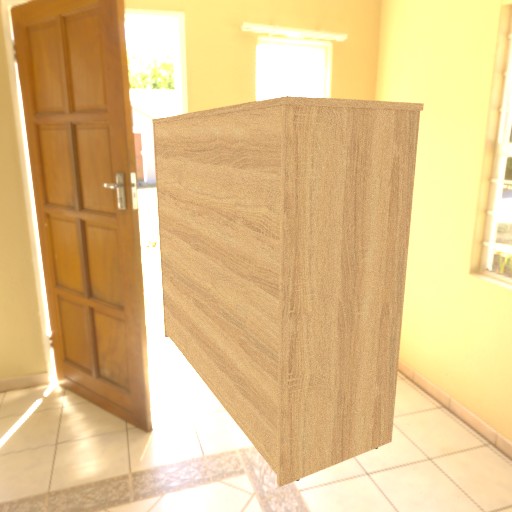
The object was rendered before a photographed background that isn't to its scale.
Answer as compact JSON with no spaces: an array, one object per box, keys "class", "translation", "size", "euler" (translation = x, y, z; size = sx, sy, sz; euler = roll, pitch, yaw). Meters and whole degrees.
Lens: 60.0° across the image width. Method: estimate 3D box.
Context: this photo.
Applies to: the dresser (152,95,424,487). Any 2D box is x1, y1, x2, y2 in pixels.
[{"class":"dresser","translation":[0.000,0.000,1.466],"size":[0.380,0.900,0.980],"euler":[-7,16,-27]}]
